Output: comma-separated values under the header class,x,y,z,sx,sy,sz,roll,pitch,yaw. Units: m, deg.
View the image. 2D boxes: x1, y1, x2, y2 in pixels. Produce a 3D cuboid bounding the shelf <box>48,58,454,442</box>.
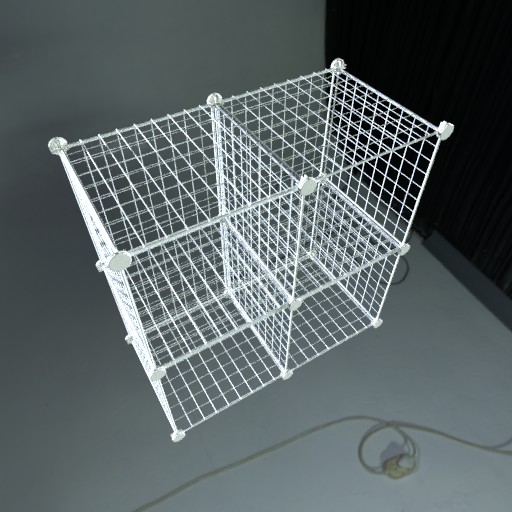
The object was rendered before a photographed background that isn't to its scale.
class,x,y,z,sx,sy,sz,roll,pitch,yaw
shelf,0.000,0.000,1.118,0.711,0.711,0.356,-24,52,-21
